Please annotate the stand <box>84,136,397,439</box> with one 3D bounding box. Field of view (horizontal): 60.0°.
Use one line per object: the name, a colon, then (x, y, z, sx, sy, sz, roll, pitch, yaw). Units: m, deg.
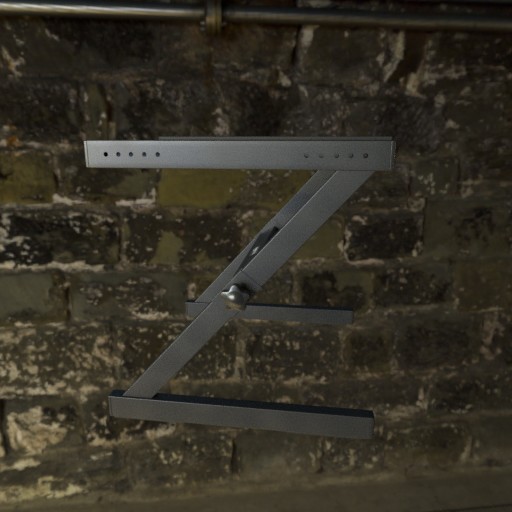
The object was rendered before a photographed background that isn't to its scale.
stand: (0.000, 0.000, 1.187, 0.586, 0.617, 0.700, 2, 15, 8)
